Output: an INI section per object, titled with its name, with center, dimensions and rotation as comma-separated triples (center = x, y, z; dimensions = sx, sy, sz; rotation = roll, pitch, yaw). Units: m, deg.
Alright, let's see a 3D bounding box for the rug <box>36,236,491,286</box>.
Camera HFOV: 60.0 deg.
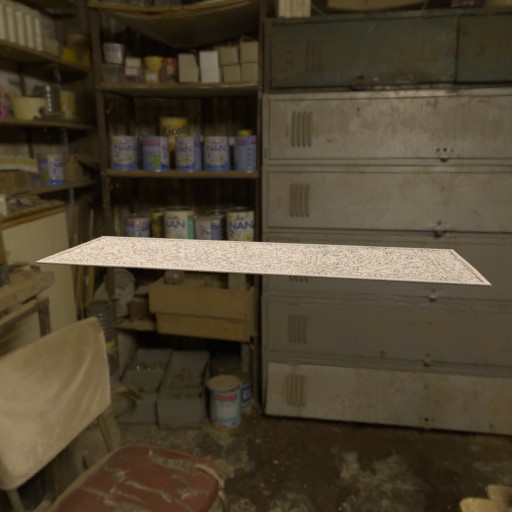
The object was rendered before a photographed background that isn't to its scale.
[rug]
center = 0.000, 0.000, 2.700
dimensions = 2.448, 0.012, 0.769
rotation = 3, 14, 10
